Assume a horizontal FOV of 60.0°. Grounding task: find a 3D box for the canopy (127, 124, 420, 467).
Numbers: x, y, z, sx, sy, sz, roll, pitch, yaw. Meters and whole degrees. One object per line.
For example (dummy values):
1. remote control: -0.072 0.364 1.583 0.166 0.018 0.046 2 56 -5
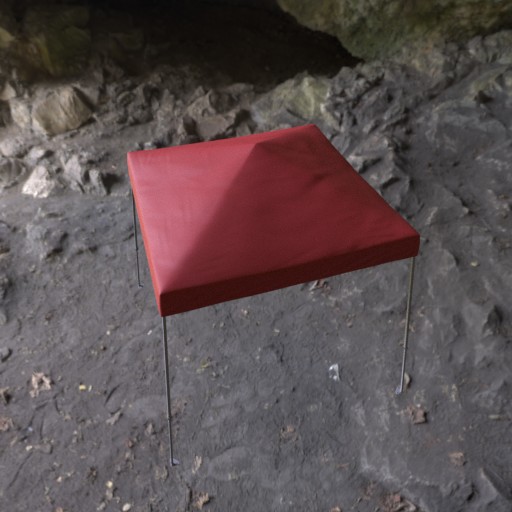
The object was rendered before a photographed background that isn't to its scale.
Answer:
1. canopy: 0.000 0.000 5.131 2.849 2.849 2.848 -12 43 -13
